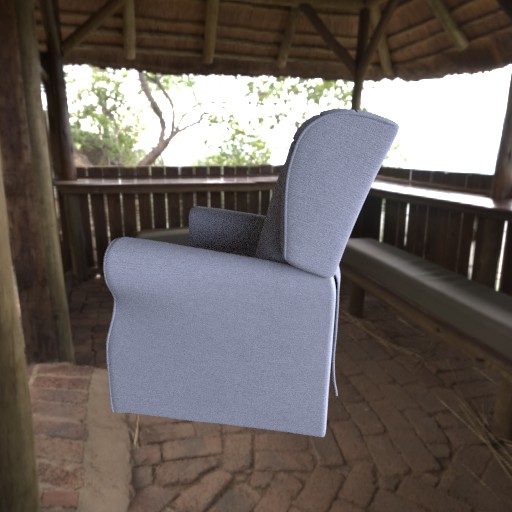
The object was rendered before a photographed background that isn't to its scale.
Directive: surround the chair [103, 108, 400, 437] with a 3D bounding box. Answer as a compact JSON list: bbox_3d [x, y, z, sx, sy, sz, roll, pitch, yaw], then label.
[{"bbox_3d":[0.000,0.000,1.625,0.854,0.966,0.906,2,14,9],"label":"chair"}]
